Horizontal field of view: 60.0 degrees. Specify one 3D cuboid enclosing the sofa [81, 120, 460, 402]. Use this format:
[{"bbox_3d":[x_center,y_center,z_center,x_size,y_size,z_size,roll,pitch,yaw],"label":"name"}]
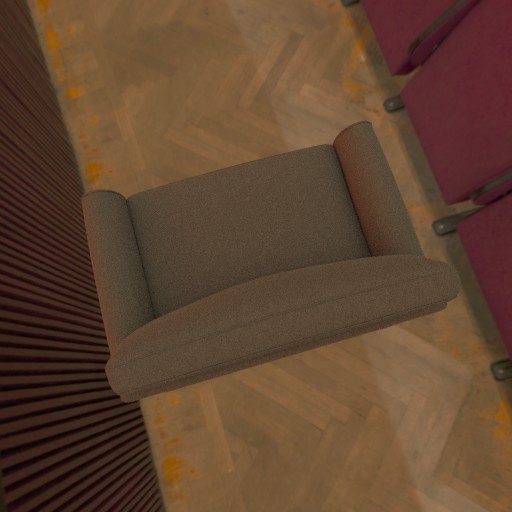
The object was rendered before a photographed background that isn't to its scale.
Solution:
[{"bbox_3d":[0.000,0.000,2.032,1.410,0.953,0.940,-15,76,-4],"label":"sofa"}]
